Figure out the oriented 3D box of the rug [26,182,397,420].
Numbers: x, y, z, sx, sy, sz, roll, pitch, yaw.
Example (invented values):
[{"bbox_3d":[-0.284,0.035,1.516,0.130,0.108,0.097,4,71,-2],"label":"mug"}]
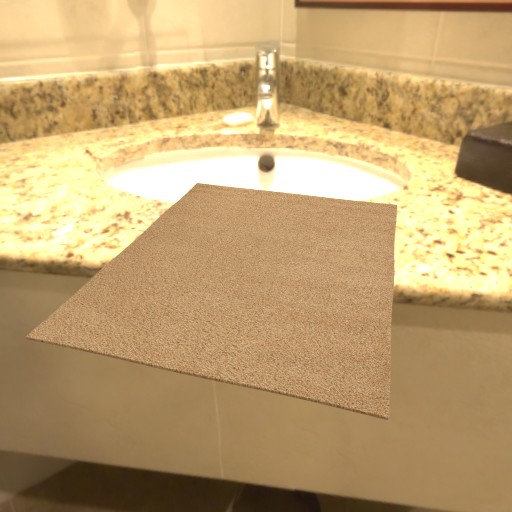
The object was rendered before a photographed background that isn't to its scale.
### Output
[{"bbox_3d":[0.000,0.000,3.977,2.400,0.026,3.000,8,32,14],"label":"rug"}]
